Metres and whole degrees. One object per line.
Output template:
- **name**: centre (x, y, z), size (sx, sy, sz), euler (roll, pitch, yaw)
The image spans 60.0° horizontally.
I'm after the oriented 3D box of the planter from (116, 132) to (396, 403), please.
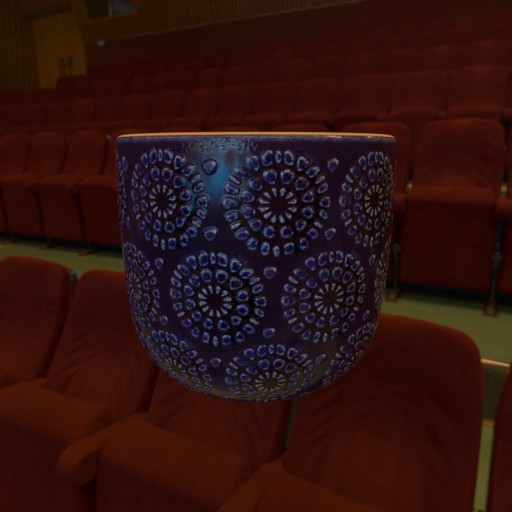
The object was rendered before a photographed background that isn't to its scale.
- **planter**: centre (0.000, 0.000, 0.286), size (0.165, 0.149, 0.165), euler (0, 14, 0)
